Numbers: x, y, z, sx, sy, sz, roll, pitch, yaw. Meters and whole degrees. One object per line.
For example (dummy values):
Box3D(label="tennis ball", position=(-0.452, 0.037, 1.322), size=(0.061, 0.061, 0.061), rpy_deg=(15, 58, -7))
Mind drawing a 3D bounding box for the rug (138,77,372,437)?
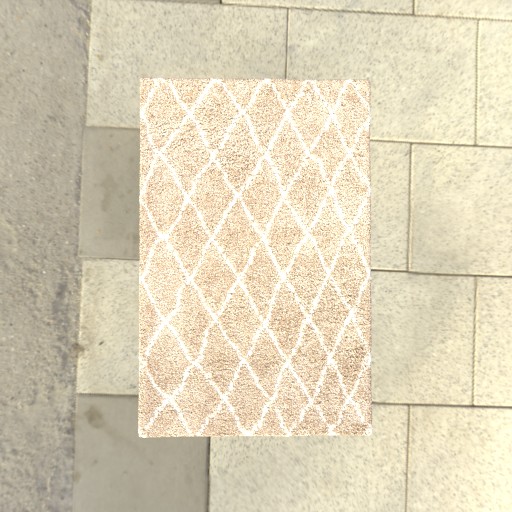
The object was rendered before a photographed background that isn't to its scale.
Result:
Box3D(label="rug", position=(0.000, 0.000, 3.401), size=(1.778, 0.030, 2.743), rpy_deg=(0, 89, -1))
